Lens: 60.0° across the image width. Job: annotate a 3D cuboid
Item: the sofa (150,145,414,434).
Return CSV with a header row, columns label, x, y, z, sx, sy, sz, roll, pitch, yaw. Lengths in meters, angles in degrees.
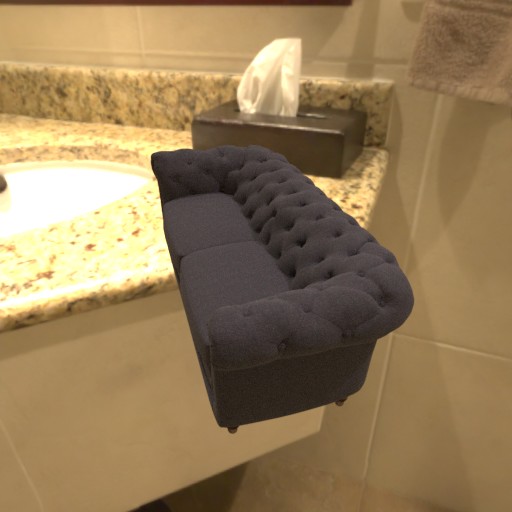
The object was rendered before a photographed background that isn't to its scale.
label,x,y,z,sx,sy,sz,roll,pitch,yaw
sofa,0.000,0.000,2.854,1.046,0.836,2.335,-9,32,-15
